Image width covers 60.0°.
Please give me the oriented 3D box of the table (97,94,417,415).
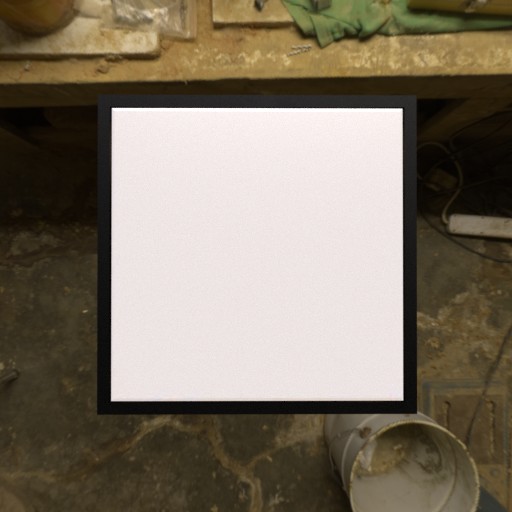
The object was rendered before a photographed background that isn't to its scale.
[{"bbox_3d":[0.000,0.000,0.794,0.378,0.540,0.378,0,90,0],"label":"table"}]
